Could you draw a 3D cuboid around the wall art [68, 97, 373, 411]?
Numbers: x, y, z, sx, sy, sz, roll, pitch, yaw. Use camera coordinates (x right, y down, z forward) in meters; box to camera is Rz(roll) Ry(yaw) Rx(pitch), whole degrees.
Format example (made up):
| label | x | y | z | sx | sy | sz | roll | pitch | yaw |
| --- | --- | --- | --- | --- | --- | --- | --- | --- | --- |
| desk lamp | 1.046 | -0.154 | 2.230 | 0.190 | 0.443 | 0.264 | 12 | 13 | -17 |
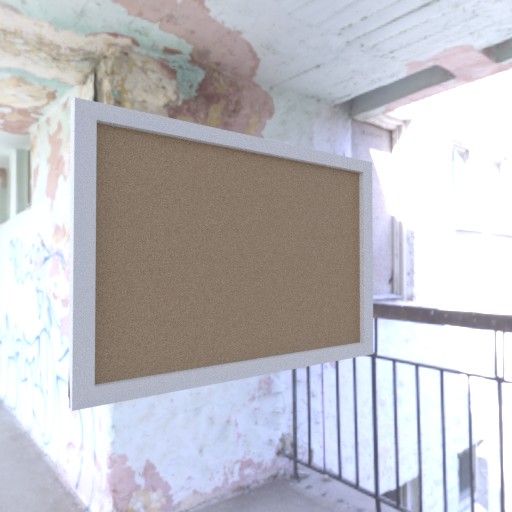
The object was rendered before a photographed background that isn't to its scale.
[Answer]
| label | x | y | z | sx | sy | sz | roll | pitch | yaw |
| --- | --- | --- | --- | --- | --- | --- | --- | --- | --- |
| wall art | 0.000 | 0.000 | 1.440 | 1.144 | 0.767 | 0.038 | 1 | -2 | -37 |
